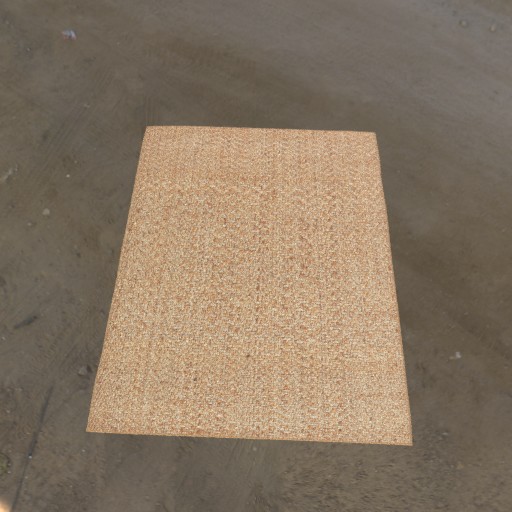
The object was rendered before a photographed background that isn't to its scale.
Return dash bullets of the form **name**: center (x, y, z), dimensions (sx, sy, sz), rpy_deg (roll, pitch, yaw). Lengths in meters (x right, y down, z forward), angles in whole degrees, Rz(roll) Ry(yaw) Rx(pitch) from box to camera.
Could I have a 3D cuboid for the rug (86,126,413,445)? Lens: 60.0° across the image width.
- **rug**: center (0.000, 0.000, 3.972), dimensions (2.439, 0.013, 3.048), rpy_deg (2, 62, 1)
